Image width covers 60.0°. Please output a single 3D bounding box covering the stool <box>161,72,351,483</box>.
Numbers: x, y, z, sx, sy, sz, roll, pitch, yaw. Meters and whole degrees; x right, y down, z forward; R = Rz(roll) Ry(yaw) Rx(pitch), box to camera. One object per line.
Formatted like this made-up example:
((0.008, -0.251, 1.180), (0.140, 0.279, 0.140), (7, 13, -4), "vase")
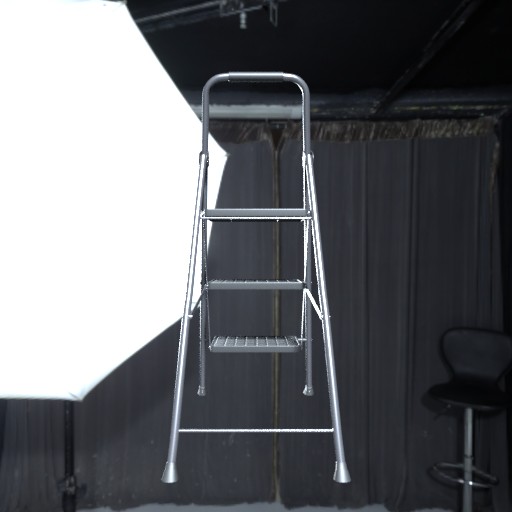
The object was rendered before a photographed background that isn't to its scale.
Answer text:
((0.000, 0.000, 1.459), (0.473, 1.121, 0.733), (0, 0, 0), "stool")
